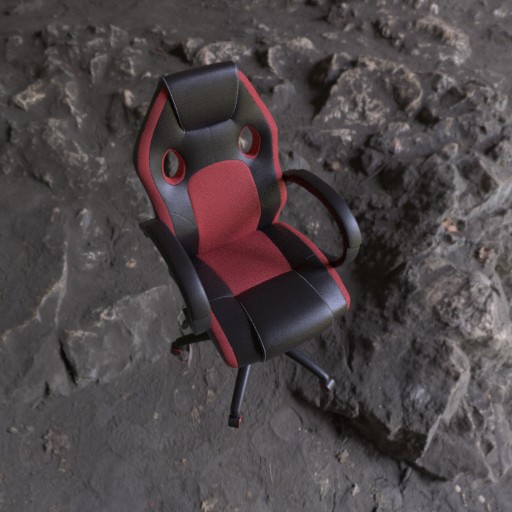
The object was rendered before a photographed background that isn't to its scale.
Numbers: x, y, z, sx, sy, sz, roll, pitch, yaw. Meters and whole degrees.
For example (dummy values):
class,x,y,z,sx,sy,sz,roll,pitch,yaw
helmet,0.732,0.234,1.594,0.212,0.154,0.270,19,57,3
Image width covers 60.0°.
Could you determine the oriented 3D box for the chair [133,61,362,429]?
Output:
class,x,y,z,sx,sy,sz,roll,pitch,yaw
chair,0.000,0.000,1.687,0.750,1.189,0.783,-23,50,-21
